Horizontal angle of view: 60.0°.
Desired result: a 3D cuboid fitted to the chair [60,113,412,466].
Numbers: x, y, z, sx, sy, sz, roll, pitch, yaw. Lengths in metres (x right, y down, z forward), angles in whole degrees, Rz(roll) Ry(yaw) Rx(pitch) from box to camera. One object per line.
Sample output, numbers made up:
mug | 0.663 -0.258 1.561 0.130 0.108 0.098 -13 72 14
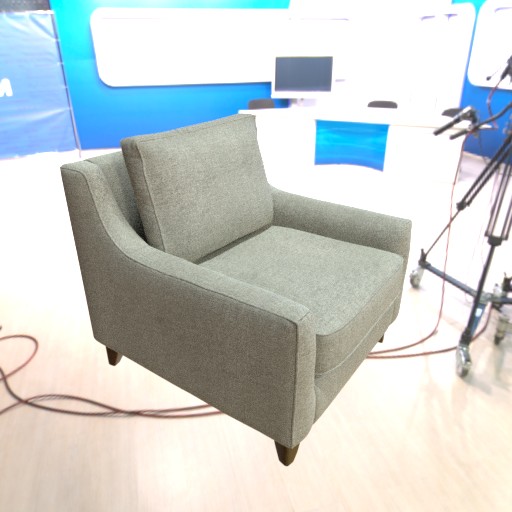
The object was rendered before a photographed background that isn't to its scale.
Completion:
chair | 0.000 0.000 1.570 0.918 0.864 0.838 18 32 32
